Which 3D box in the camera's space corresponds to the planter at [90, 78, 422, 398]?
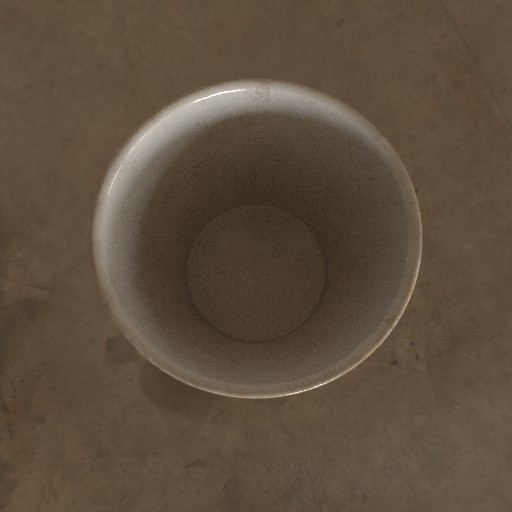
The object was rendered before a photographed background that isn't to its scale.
[{"bbox_3d":[0.000,0.000,0.337,0.192,0.165,0.192,0,77,0],"label":"planter"}]
